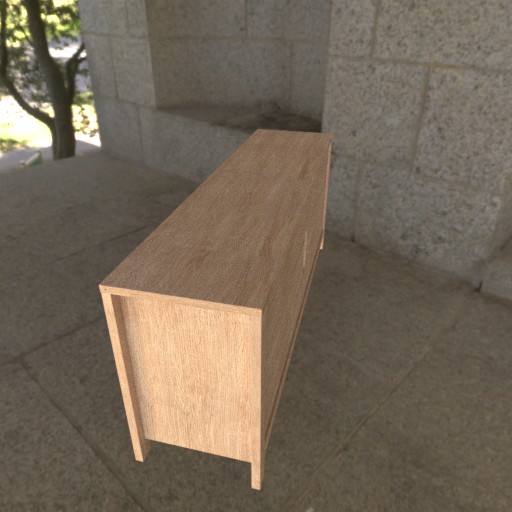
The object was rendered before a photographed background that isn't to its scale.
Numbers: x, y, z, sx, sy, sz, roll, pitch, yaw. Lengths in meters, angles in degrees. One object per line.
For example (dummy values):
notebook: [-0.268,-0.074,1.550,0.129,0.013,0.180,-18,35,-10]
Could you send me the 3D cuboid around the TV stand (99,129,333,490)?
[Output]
TV stand: [0.000,0.000,1.718,0.398,0.610,1.466,7,30,12]
